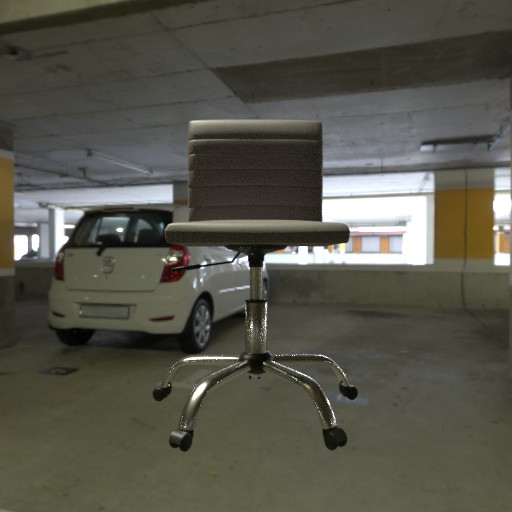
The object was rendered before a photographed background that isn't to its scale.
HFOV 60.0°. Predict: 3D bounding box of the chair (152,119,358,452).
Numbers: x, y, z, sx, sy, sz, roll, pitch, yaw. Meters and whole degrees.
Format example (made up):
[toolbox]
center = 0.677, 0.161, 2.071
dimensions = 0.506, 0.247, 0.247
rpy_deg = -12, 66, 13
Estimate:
[chair]
center = 0.000, 0.000, 1.140
dimensions = 0.556, 0.780, 0.530
rpy_deg = 0, 1, -1
